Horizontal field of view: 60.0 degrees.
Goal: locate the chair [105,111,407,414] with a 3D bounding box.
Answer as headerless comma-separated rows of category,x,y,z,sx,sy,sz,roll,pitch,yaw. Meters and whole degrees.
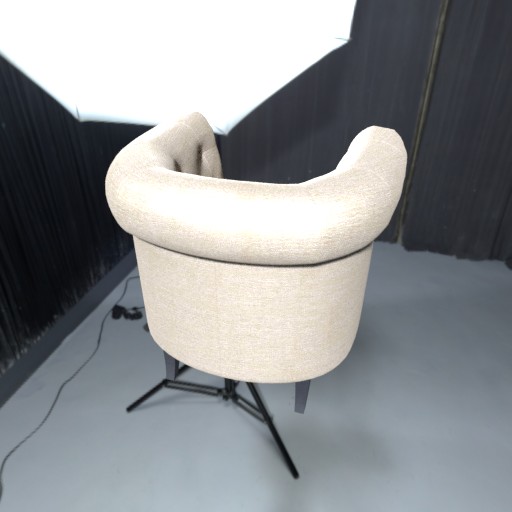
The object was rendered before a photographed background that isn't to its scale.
chair,0.000,0.000,1.570,0.905,0.827,0.852,10,33,15
